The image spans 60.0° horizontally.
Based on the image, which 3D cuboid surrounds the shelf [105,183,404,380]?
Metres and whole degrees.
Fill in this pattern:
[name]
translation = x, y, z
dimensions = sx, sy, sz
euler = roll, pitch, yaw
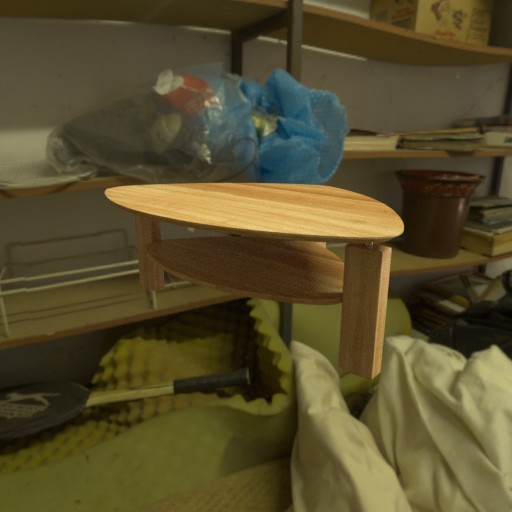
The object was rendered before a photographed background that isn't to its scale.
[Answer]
[shelf]
translation = 0.000, 0.000, 1.652
dimensions = 1.240, 0.439, 0.863
euler = 15, 22, 40
